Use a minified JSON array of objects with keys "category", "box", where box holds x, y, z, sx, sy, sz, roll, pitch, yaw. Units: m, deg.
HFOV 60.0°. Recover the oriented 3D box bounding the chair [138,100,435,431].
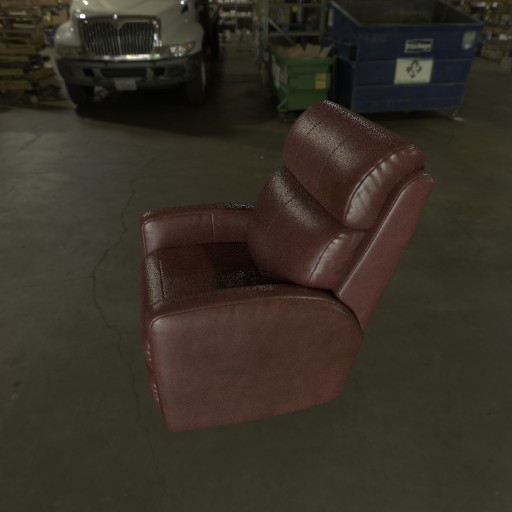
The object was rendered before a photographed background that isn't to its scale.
[{"category":"chair","box":[0.000,0.000,1.719,0.939,1.016,0.787,-7,32,-12]}]
